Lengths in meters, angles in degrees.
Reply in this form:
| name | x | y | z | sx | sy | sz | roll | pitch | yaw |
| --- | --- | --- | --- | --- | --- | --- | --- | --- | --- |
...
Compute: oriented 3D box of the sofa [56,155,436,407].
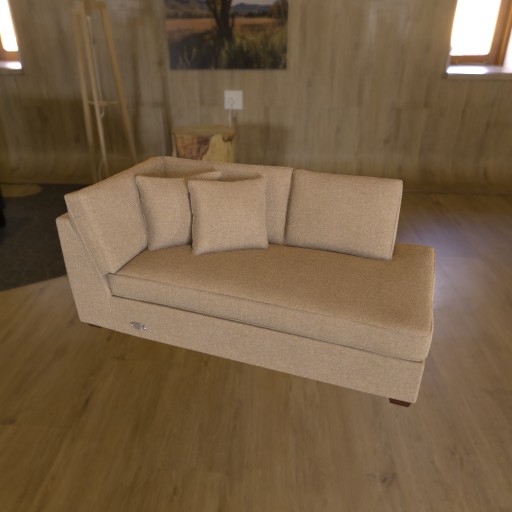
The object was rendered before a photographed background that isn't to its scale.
| name | x | y | z | sx | sy | sz | roll | pitch | yaw |
| --- | --- | --- | --- | --- | --- | --- | --- | --- | --- |
| sofa | 0.000 | 0.000 | 2.920 | 2.238 | 1.019 | 1.110 | 9 | 29 | 17 |
